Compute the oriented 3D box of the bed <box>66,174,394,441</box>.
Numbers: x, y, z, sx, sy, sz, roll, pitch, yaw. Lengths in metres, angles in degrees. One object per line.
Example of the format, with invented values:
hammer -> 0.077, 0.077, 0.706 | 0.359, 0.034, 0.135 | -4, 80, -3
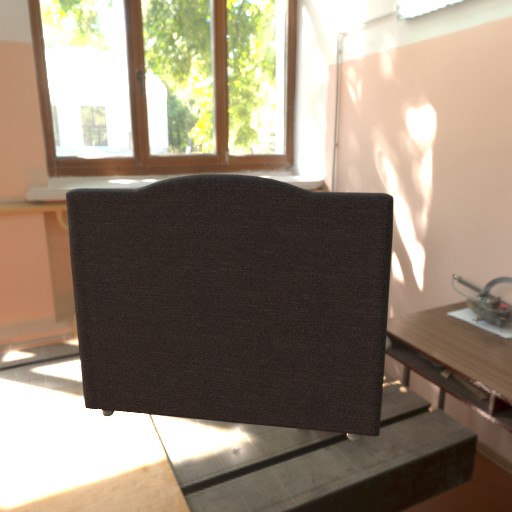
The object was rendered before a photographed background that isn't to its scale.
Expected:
bed -> 0.000, 0.000, 3.546 | 1.741, 1.441, 2.507 | 2, 14, 9
